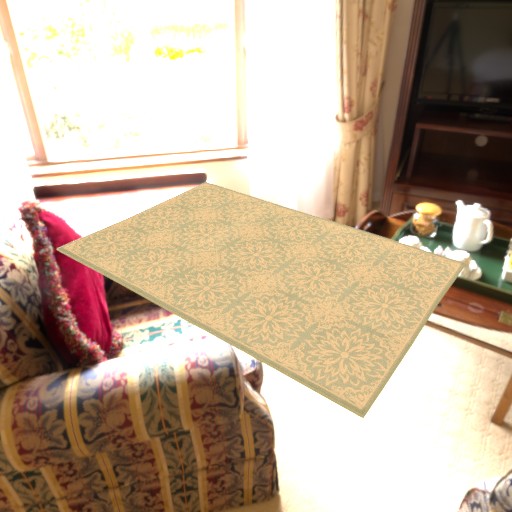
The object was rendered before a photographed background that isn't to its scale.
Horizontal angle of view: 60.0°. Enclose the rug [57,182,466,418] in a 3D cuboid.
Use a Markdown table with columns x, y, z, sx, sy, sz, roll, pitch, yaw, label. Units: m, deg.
| x | y | z | sx | sy | sz | roll | pitch | yaw | label |
| --- | --- | --- | --- | --- | --- | --- | --- | --- | --- |
| 0.000 | 0.000 | 3.553 | 2.746 | 0.018 | 1.819 | 22 | 38 | 31 | rug |
